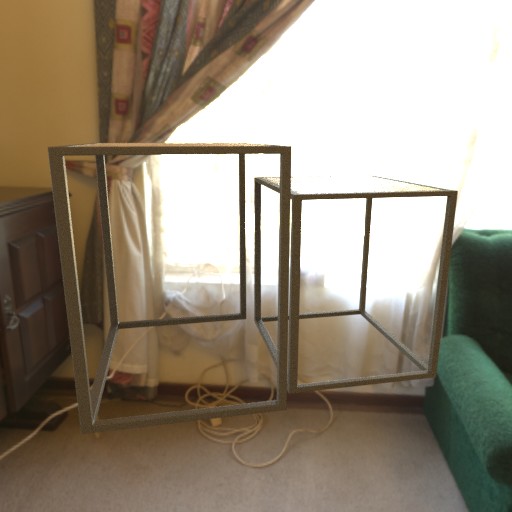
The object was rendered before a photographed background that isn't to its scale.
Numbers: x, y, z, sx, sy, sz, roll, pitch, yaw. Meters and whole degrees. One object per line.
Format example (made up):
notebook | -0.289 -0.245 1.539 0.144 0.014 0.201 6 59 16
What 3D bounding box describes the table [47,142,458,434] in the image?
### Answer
table | 0.000 0.000 1.102 0.788 0.540 0.508 -3 15 -11
